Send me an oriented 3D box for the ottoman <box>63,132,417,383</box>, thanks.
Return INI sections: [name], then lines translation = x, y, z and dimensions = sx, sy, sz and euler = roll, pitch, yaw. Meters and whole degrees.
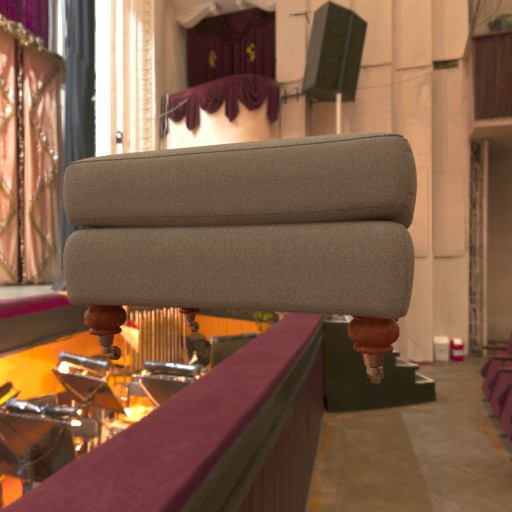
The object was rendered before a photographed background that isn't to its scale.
[ottoman]
translation = 0.000, 0.000, 1.136
dimensions = 0.773, 0.499, 0.569
euler = 0, 0, 19
